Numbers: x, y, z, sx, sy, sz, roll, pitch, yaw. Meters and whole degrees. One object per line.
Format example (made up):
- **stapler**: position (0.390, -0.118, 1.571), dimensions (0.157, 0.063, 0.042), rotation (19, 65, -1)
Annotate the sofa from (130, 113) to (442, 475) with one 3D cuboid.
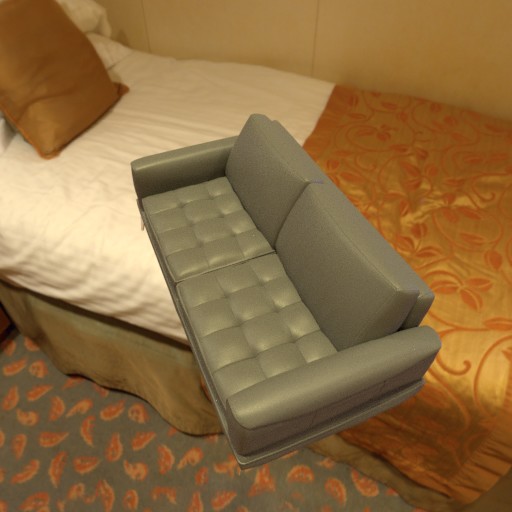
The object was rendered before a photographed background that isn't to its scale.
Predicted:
- **sofa**: position (0.000, 0.000, 2.742), dimensions (1.121, 0.930, 2.177), rotation (-17, 49, -16)
